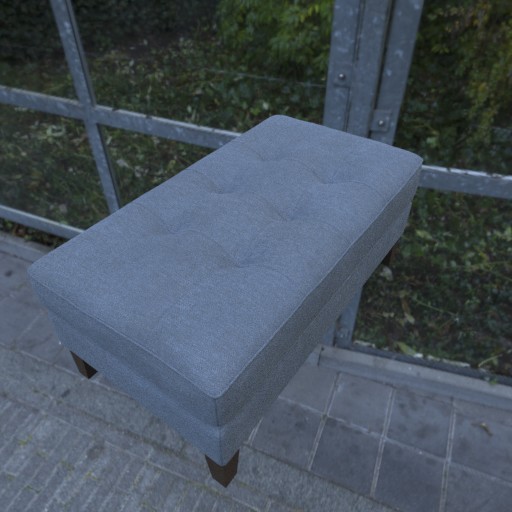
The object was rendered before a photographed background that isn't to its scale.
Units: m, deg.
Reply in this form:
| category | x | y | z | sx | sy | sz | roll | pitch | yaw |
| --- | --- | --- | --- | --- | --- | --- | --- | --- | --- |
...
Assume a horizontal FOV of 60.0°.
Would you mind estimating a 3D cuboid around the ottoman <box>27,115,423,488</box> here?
| category | x | y | z | sx | sy | sz | roll | pitch | yaw |
| --- | --- | --- | --- | --- | --- | --- | --- | --- | --- |
| ottoman | 0.000 | 0.000 | 1.442 | 0.648 | 0.514 | 1.143 | 26 | 48 | 26 |
